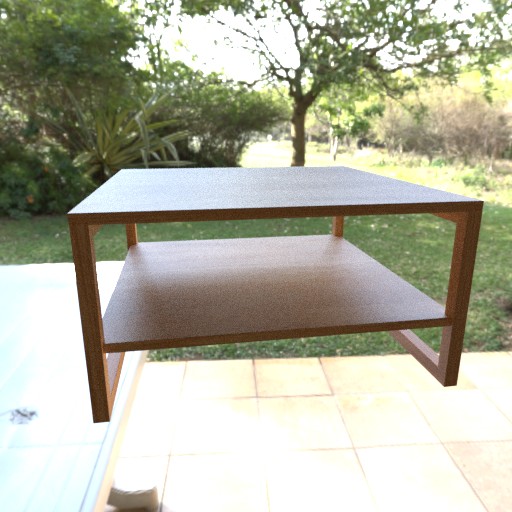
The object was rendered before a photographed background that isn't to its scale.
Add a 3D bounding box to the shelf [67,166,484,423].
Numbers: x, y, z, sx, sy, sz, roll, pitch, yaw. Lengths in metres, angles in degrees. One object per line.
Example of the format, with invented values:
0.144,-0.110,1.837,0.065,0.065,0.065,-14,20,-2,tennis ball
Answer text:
0.000,0.000,1.427,0.899,0.480,0.899,-3,17,-9,shelf
